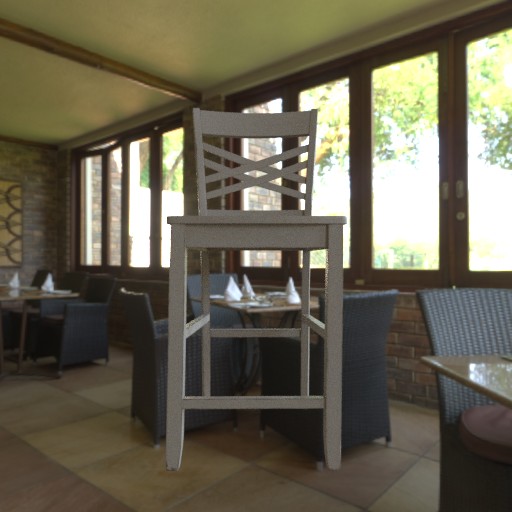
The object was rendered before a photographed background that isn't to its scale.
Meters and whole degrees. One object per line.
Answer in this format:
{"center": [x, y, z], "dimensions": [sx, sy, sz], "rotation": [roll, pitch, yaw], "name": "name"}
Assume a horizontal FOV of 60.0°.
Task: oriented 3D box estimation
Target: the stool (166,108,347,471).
{"center": [0.000, 0.000, 1.369], "dimensions": [0.462, 1.079, 0.539], "rotation": [0, -1, 0], "name": "stool"}
